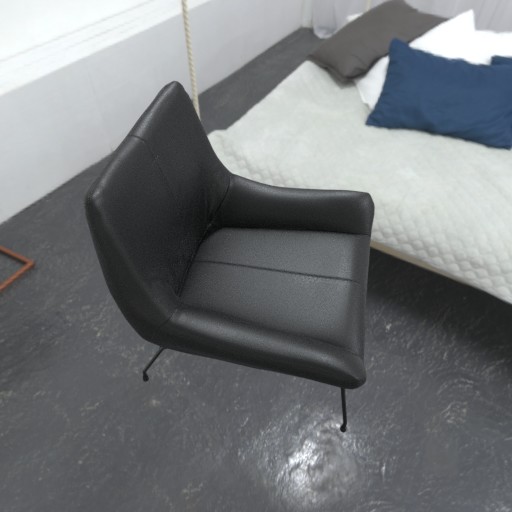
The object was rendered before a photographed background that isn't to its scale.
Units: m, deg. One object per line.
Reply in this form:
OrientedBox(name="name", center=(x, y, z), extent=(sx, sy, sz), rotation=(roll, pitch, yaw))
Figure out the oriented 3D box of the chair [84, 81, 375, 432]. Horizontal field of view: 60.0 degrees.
OrientedBox(name="chair", center=(0.000, 0.000, 1.569), extent=(0.826, 0.922, 0.836), rotation=(9, 48, 8))
